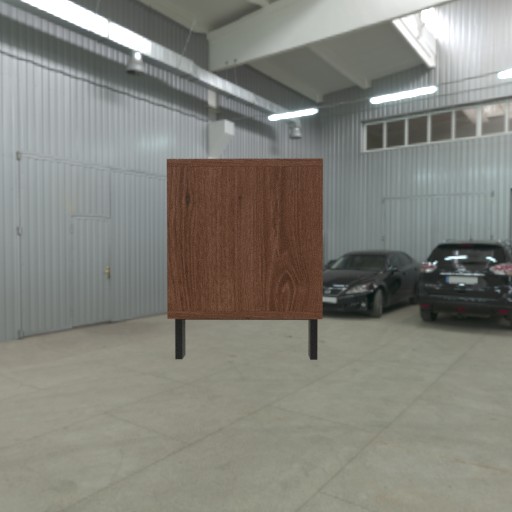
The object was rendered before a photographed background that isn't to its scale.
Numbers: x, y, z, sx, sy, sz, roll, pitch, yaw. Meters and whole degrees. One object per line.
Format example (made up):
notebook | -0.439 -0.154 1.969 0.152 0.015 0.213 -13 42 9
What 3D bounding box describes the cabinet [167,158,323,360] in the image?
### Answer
cabinet | 0.000 0.000 1.873 0.400 0.500 1.650 0 1 1
